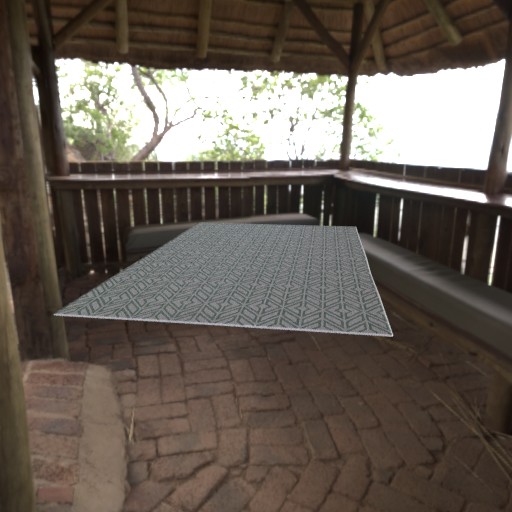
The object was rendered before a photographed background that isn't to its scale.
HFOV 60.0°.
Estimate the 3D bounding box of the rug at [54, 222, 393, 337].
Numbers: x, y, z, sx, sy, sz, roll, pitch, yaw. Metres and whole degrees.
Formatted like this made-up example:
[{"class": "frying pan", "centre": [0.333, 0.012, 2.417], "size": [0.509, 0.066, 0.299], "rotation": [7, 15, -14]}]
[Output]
[{"class": "rug", "centre": [0.000, 0.000, 3.095], "size": [1.517, 0.011, 2.435], "rotation": [2, 15, 9]}]
